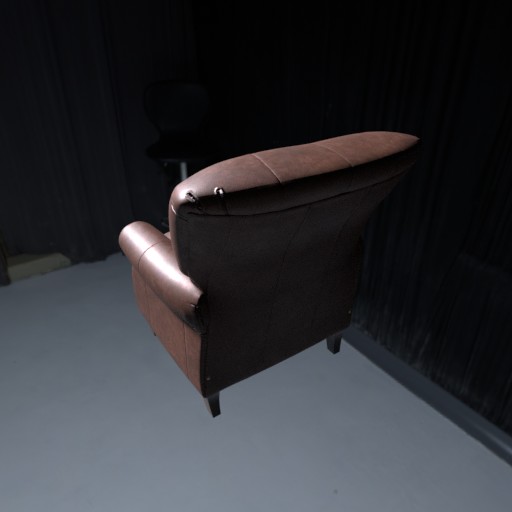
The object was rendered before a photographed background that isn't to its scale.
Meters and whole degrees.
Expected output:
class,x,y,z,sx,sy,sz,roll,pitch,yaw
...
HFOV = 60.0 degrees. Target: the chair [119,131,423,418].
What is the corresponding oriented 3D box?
class,x,y,z,sx,sy,sz,roll,pitch,yaw
chair,0.000,0.000,1.928,0.979,1.162,1.031,-19,36,-29
